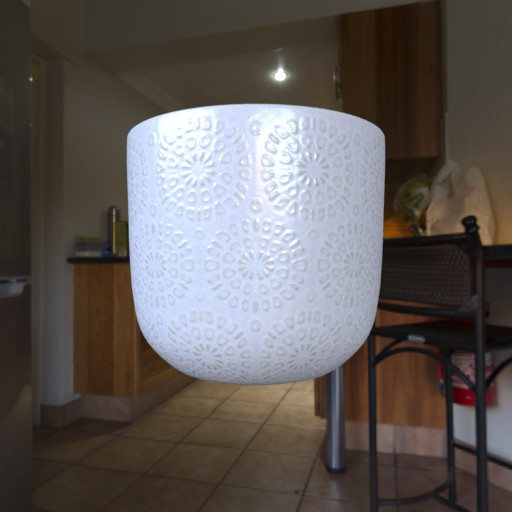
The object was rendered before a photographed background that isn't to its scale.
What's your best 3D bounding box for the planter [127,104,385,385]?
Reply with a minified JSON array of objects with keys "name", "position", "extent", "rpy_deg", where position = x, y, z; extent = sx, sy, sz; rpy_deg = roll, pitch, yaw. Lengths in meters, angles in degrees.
[{"name":"planter","position":[0.000,0.000,0.304],"extent":[0.170,0.152,0.170],"rpy_deg":[0,0,0]}]
